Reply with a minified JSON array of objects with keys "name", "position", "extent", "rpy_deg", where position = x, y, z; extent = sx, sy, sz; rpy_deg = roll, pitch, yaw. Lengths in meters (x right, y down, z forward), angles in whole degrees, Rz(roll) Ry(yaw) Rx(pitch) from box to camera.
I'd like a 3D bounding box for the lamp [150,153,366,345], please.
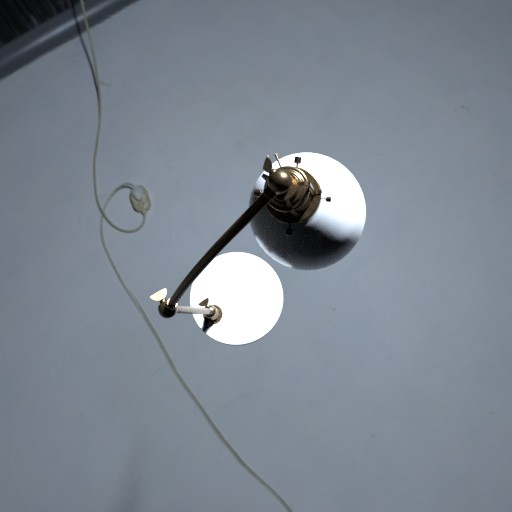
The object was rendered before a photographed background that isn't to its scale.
[{"name":"lamp","position":[0.000,0.000,0.659],"extent":[0.317,0.522,0.186],"rpy_deg":[-34,79,-8]}]
